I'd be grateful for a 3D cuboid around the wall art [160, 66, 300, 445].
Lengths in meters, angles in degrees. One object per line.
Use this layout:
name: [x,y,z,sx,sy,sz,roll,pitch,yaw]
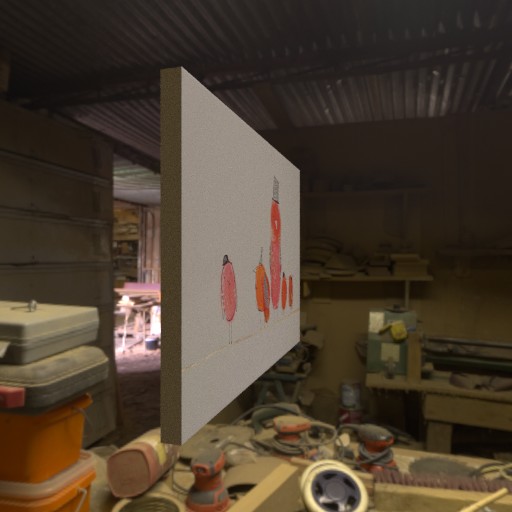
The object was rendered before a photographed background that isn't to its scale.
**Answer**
wall art: [0.000,0.000,1.153,0.038,0.609,0.914,0,0,18]
